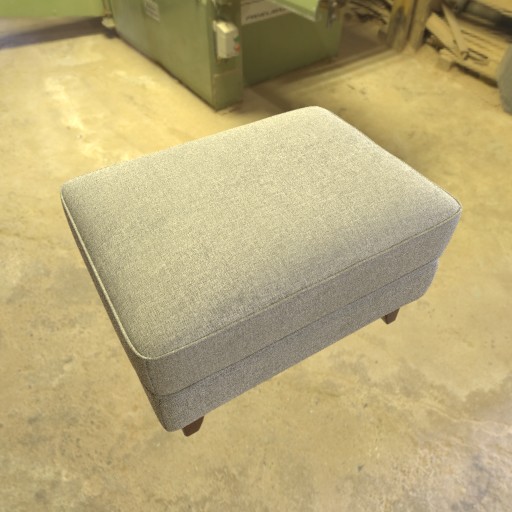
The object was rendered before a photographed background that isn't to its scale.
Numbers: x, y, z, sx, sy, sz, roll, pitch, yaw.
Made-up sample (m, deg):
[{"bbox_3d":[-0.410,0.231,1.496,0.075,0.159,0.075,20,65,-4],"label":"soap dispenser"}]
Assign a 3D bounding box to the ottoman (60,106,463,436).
[{"bbox_3d":[0.000,0.000,1.303,0.889,0.561,0.661,-23,50,-21],"label":"ottoman"}]
